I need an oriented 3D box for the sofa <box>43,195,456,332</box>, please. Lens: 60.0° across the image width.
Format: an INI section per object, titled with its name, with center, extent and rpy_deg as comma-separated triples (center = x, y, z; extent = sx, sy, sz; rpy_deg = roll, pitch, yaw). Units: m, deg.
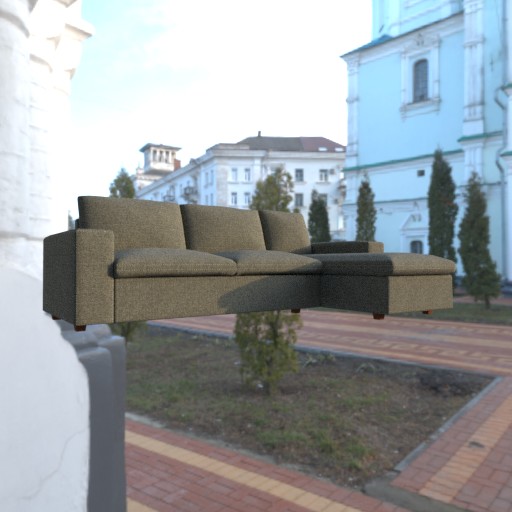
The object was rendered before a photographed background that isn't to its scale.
[sofa]
center = 0.000, 0.000, 3.415
extent = 2.718, 0.940, 1.689
rpy_deg = 1, -1, -35
